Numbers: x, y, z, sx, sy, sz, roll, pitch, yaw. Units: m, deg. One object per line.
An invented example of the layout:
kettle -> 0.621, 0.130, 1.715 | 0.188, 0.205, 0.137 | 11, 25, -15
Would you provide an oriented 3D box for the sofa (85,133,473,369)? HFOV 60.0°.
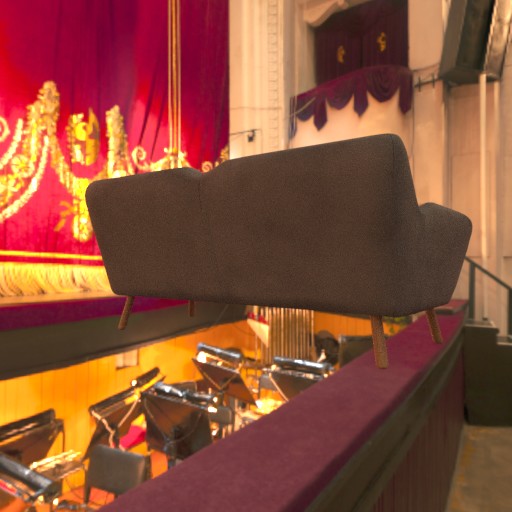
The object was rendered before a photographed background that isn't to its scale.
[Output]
sofa -> 0.000, 0.000, 2.225 | 1.870, 0.810, 0.850 | 0, 0, 35
